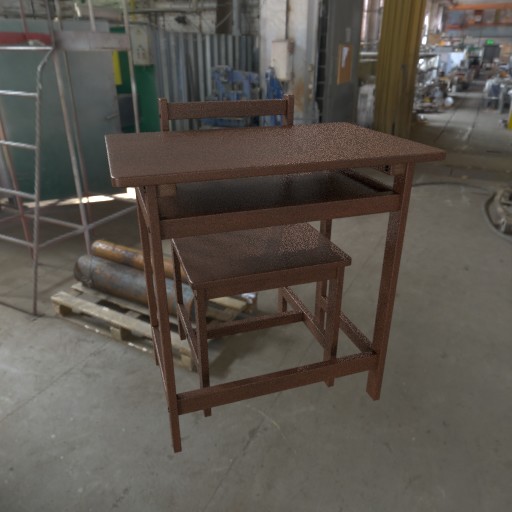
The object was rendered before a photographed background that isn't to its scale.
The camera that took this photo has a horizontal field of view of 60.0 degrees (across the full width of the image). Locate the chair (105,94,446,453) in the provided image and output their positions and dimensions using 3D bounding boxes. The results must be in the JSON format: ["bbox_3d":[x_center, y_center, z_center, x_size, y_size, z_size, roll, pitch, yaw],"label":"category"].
[{"bbox_3d":[0.000,0.000,1.042,0.599,0.673,0.463,-8,26,-17],"label":"chair"}]
